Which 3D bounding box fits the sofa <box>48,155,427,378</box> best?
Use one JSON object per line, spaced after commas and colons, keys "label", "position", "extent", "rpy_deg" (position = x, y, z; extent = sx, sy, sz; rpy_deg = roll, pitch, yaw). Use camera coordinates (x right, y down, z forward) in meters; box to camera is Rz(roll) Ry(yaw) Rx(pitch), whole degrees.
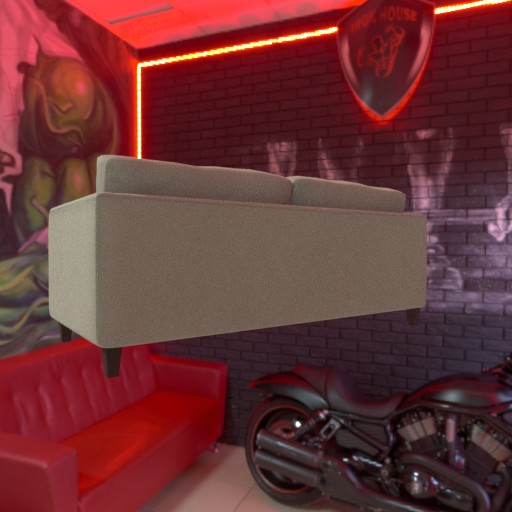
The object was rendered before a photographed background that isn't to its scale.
{"label": "sofa", "position": [0.000, 0.000, 2.696], "extent": [2.181, 0.932, 0.948], "rpy_deg": [-1, 1, -35]}
